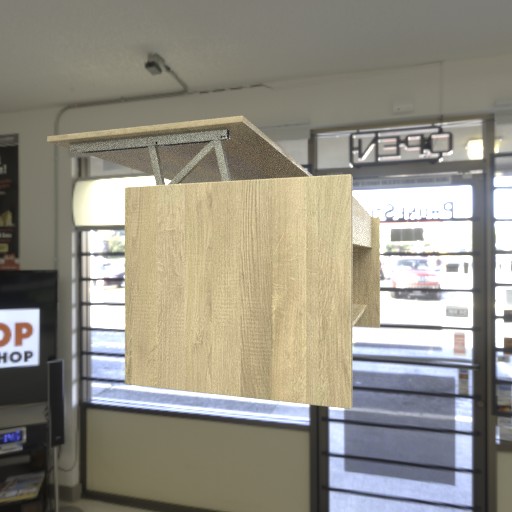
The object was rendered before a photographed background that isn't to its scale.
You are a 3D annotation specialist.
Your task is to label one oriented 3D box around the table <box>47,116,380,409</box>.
[{"bbox_3d":[0.000,0.000,1.413,0.712,0.570,1.000,0,0,19],"label":"table"}]
